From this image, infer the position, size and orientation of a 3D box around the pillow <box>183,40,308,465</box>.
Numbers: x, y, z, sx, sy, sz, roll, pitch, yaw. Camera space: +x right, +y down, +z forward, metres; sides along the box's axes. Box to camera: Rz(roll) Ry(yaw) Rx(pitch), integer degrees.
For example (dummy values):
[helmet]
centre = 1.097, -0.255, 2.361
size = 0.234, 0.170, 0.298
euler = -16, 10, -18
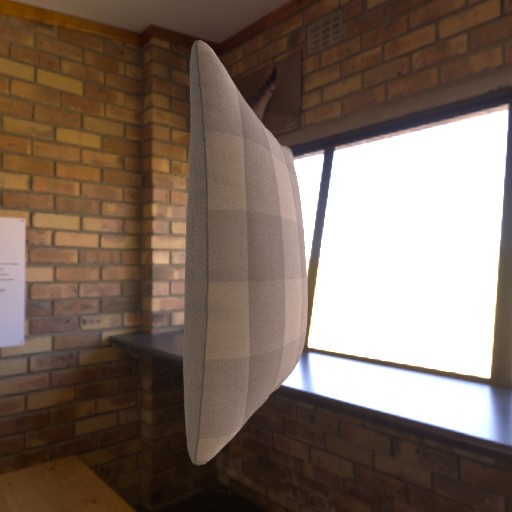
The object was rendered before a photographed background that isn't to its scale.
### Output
[pillow]
centre = 0.000, 0.000, 0.769
size = 0.161, 0.509, 0.511
euler = 0, -2, 16
